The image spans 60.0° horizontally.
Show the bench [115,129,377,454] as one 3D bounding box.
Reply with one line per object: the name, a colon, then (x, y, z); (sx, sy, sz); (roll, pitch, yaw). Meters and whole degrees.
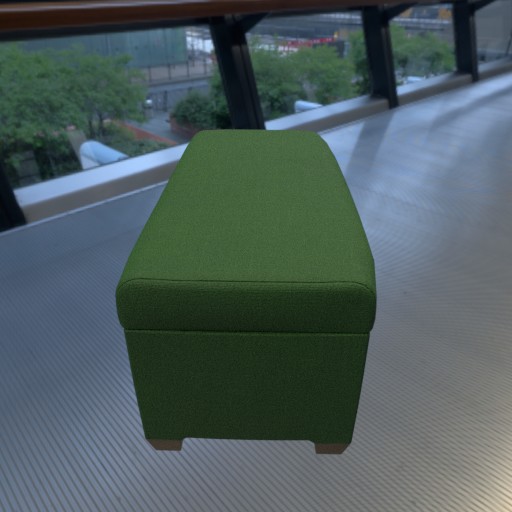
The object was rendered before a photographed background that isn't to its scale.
bench: (0.000, 0.000, 1.292); (0.505, 0.501, 0.989); (1, 31, 1)
